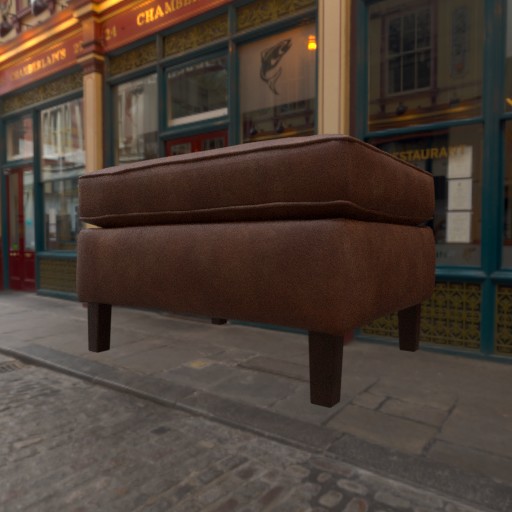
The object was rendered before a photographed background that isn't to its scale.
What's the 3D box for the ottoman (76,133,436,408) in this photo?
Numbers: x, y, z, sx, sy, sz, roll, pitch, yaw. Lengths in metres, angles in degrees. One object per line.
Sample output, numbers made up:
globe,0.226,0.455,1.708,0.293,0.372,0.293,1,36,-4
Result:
ottoman,0.000,0.000,0.972,0.665,0.418,0.501,1,2,36
